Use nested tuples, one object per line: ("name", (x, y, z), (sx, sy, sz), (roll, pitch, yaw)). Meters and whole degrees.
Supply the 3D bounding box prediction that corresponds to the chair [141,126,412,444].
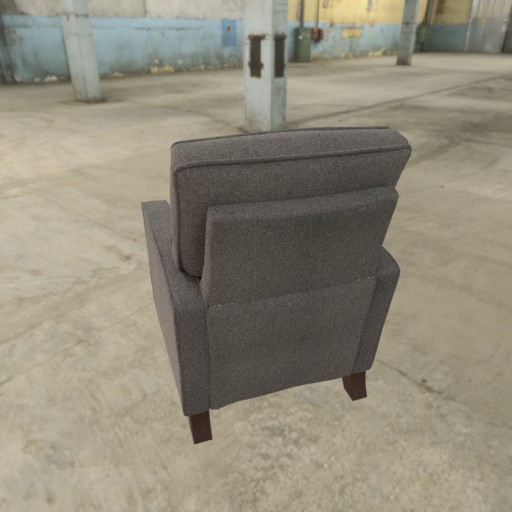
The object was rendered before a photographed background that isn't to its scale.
("chair", (0.000, 0.000, 1.449), (0.650, 0.889, 0.775), (-9, 28, -17))
